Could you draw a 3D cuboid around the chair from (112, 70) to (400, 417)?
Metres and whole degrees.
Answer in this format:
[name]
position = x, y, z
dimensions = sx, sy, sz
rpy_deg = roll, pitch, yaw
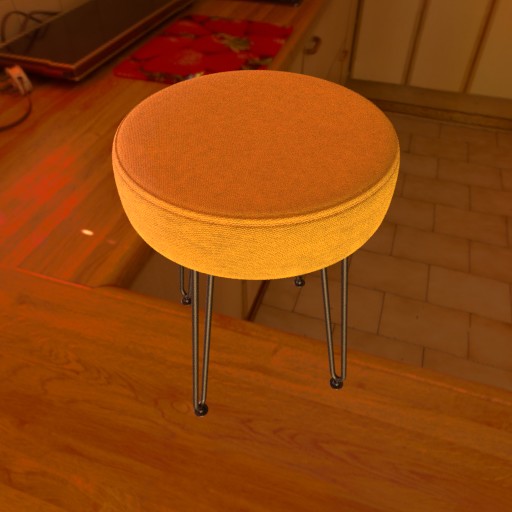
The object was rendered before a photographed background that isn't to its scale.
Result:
[chair]
position = 0.000, 0.000, 0.684
dimensions = 0.345, 0.455, 0.345
rpy_deg = -9, 46, -8
